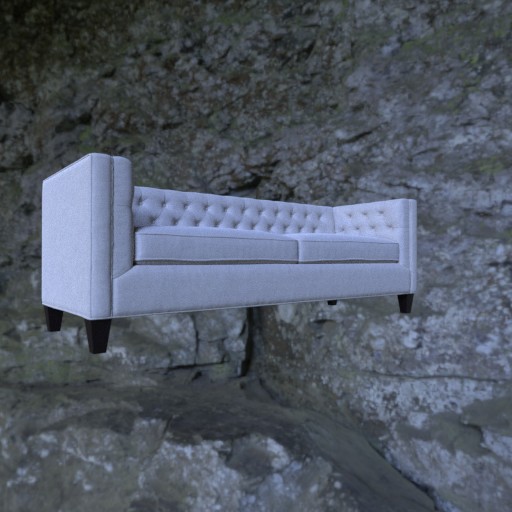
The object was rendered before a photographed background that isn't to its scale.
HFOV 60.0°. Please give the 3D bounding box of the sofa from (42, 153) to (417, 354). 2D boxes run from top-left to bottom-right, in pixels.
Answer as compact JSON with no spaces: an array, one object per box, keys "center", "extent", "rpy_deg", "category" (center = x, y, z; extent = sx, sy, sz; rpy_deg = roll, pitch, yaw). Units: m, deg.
[{"center":[0.000,0.000,2.604],"extent":[2.159,0.762,0.775],"rpy_deg":[0,-1,-38],"category":"sofa"}]
